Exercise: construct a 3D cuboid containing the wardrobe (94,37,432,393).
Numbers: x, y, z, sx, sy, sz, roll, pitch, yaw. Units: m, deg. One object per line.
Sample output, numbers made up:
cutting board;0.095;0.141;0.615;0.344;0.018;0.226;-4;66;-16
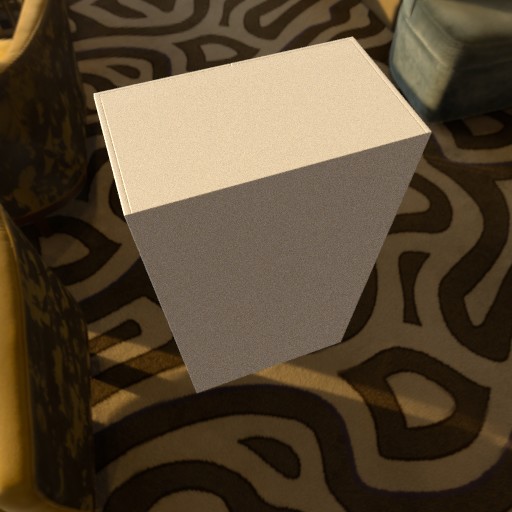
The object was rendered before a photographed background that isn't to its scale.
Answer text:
wardrobe;0.000;0.000;2.236;0.991;1.808;0.577;-17;59;-11
